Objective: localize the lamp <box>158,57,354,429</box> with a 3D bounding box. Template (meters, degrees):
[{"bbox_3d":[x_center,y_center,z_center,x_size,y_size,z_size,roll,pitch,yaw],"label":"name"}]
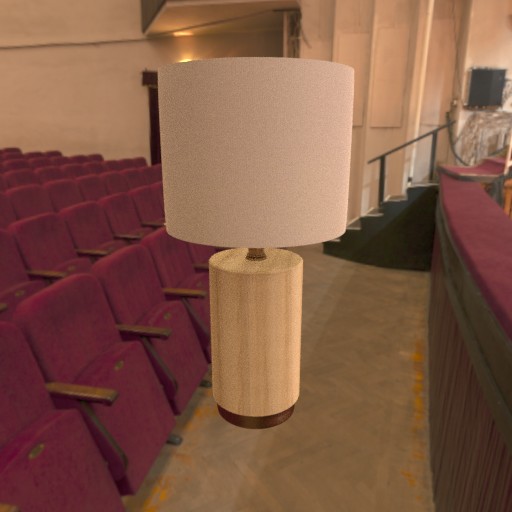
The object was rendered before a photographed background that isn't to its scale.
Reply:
[{"bbox_3d":[0.000,0.000,0.579,0.228,0.444,0.228,3,16,11],"label":"lamp"}]
